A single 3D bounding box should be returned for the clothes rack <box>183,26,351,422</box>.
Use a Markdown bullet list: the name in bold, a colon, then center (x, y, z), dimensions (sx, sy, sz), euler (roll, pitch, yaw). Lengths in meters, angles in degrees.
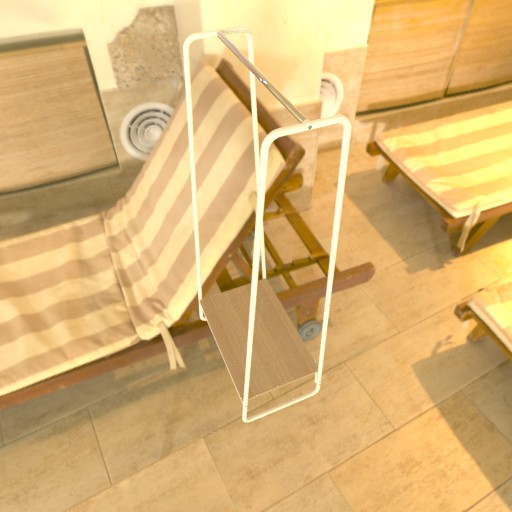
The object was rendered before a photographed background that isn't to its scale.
- **clothes rack**: center (0.000, 0.000, 1.764), dimensions (0.400, 1.500, 0.640), euler (-17, 49, -16)
